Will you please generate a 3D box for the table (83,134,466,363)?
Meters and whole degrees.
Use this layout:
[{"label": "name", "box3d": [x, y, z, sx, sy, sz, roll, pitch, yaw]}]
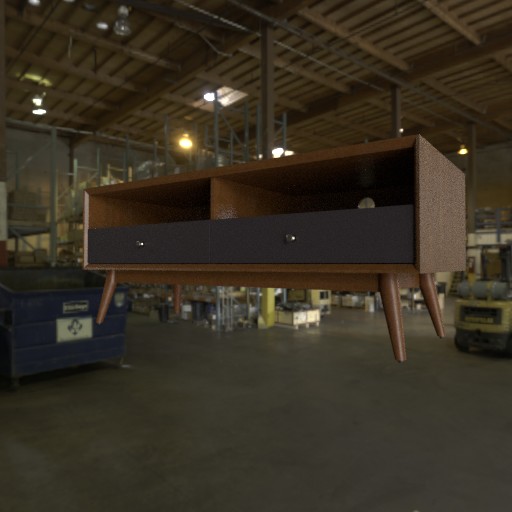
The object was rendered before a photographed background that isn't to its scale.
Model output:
[{"label": "table", "box3d": [0.000, 0.000, 1.387, 1.119, 0.464, 0.490, -1, -1, 35]}]
